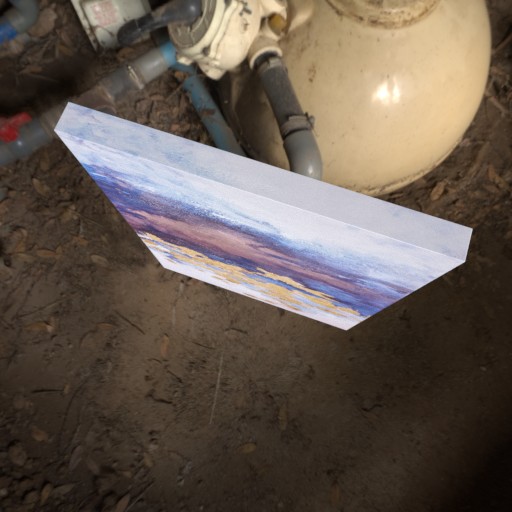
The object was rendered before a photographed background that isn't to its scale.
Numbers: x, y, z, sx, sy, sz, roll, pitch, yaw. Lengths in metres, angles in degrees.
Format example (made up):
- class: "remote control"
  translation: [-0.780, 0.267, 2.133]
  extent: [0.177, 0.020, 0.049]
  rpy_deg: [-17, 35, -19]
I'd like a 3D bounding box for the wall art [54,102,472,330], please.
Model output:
- class: "wall art"
  translation: [0.000, 0.000, 0.728]
  extent: [0.437, 0.581, 0.036]
  rpy_deg: [18, 75, 5]
